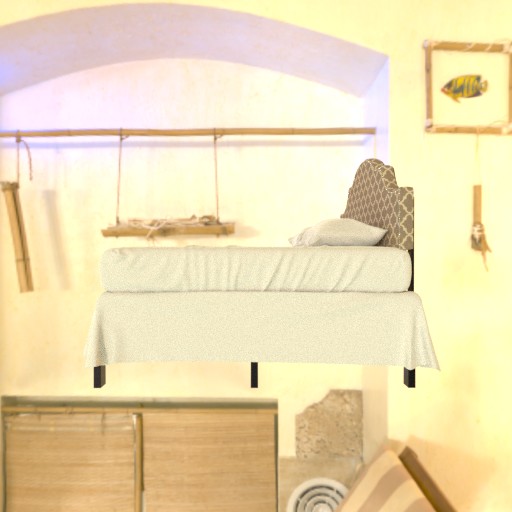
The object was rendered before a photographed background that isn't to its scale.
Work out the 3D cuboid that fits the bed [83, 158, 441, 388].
[{"bbox_3d":[0.000,0.000,3.713,2.222,1.601,2.314,0,0,0],"label":"bed"}]
